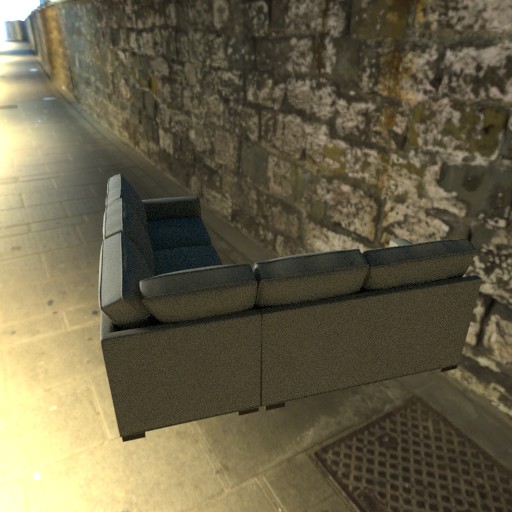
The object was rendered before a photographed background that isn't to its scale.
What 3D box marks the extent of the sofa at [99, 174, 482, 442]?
[{"bbox_3d":[0.000,0.000,3.401,2.188,0.936,2.211,-8,28,-15],"label":"sofa"}]
